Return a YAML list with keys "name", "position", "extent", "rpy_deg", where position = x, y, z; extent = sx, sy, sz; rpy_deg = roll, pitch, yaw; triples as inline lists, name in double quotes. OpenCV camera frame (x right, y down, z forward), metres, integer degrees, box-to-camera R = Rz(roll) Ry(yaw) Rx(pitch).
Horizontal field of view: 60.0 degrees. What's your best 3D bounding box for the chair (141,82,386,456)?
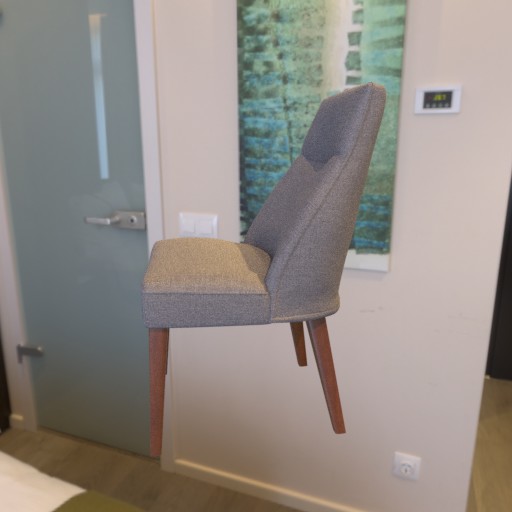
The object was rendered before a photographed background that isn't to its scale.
- name: "chair"
  position: [0.000, 0.000, 1.289]
  extent: [0.620, 0.930, 0.500]
  rpy_deg: [-2, 14, -9]
